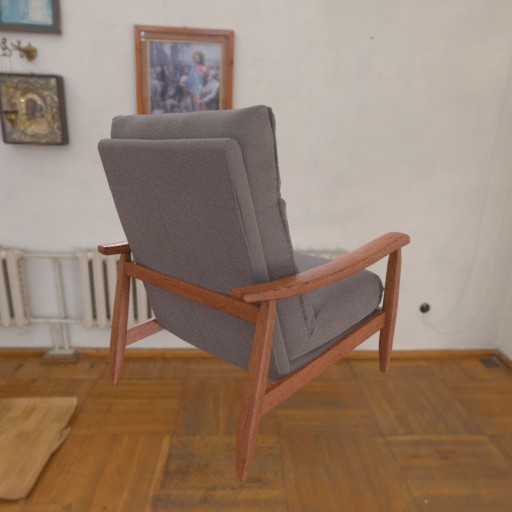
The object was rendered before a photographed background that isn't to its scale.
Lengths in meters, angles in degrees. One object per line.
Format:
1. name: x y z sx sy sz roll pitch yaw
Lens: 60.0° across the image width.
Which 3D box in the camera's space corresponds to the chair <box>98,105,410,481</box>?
1. chair: 0.000 0.000 1.513 0.782 0.922 0.816 14 20 42
